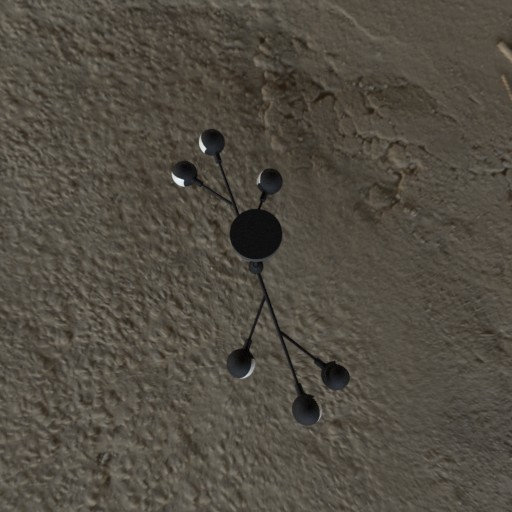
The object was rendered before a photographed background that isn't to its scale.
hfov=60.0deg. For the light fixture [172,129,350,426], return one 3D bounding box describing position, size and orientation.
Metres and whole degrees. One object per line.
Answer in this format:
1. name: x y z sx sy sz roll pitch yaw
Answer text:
1. light fixture: 0.000 0.000 1.022 0.434 0.362 0.778 -3 76 -1
